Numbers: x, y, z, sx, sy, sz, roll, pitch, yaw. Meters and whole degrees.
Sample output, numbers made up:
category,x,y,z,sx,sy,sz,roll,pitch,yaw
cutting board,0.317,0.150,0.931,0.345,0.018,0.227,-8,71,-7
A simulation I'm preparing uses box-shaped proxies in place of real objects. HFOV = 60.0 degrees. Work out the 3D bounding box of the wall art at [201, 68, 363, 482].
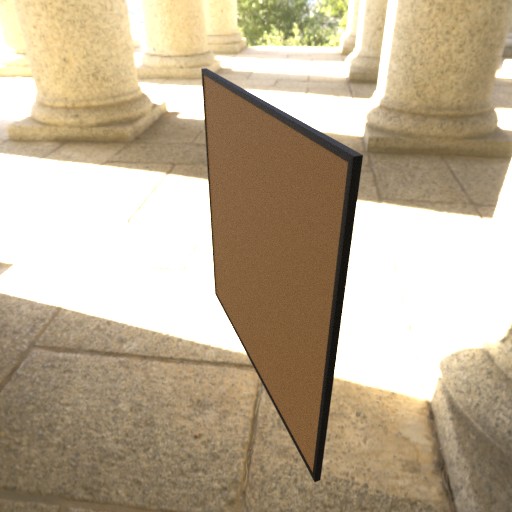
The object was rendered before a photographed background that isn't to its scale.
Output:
category,x,y,z,sx,sy,sz,roll,pitch,yaw
wall art,0.000,0.000,0.962,0.015,0.663,0.664,-12,34,-18
